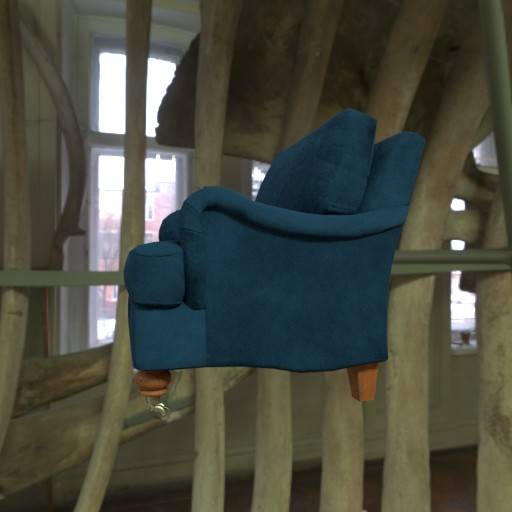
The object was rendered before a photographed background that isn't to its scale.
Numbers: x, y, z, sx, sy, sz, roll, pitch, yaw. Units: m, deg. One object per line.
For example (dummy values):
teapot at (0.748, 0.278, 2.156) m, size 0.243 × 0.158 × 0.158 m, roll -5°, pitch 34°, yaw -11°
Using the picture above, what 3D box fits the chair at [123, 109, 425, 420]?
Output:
chair at (0.000, 0.000, 1.883) m, size 1.078 × 1.076 × 0.895 m, roll 0°, pitch 0°, yaw -17°
